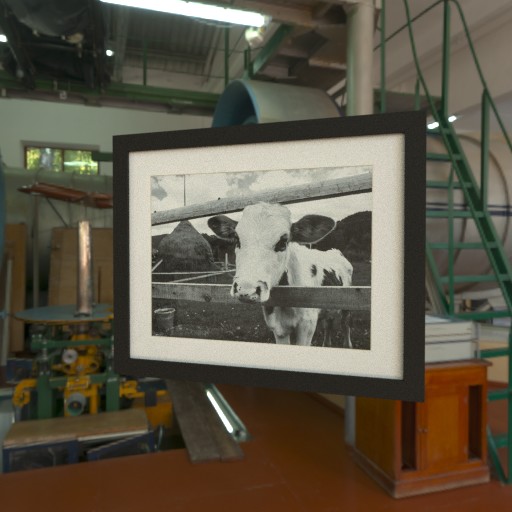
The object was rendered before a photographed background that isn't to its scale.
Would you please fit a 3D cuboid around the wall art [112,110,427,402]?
[{"bbox_3d":[0.000,0.000,0.566,0.404,0.329,0.024,0,1,16],"label":"wall art"}]
